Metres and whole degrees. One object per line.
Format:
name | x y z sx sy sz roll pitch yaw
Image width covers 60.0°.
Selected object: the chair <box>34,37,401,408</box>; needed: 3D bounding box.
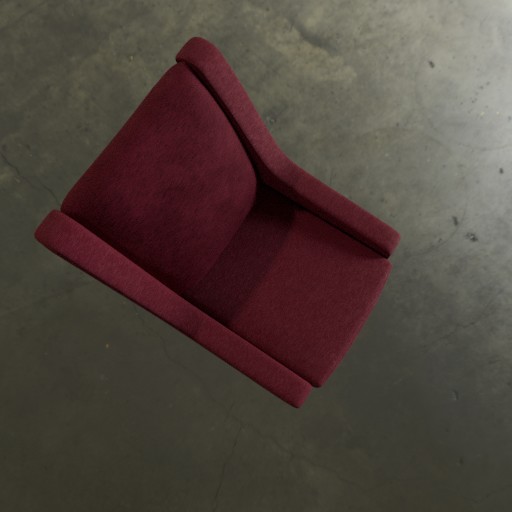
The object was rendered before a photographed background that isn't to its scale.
chair | 0.000 0.000 1.703 0.985 1.017 0.793 32 78 8
